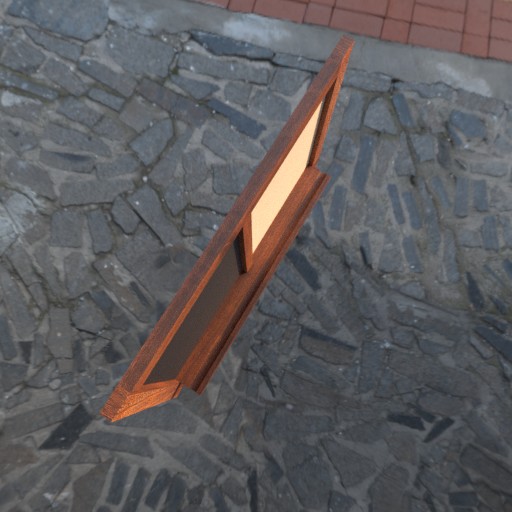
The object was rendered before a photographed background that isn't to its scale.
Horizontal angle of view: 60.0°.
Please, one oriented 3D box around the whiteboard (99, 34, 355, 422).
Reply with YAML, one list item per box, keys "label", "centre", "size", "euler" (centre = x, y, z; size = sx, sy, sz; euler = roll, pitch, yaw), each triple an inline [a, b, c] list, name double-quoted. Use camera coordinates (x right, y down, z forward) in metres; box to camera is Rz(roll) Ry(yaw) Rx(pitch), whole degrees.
- label: "whiteboard"
  centre: [0.000, 0.000, 0.999]
  size: [0.083, 0.553, 0.768]
  euler: [30, 78, 7]
